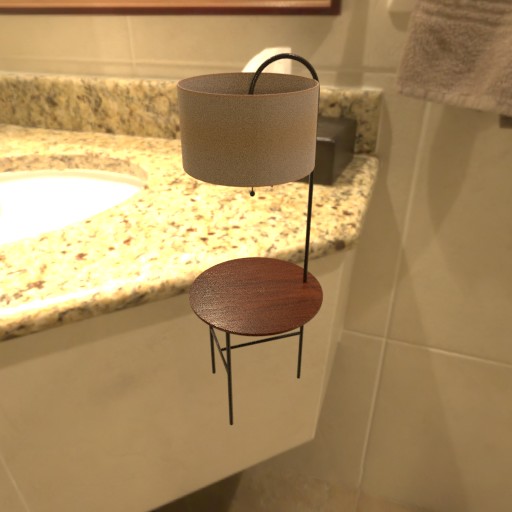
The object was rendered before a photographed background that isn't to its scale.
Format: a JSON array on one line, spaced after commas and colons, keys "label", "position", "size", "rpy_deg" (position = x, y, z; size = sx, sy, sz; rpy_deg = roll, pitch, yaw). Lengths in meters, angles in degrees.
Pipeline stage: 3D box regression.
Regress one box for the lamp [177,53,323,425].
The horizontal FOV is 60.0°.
[{"label": "lamp", "position": [0.000, 0.000, 1.823], "size": [0.573, 1.517, 0.573], "rpy_deg": [0, 30, 0]}]
